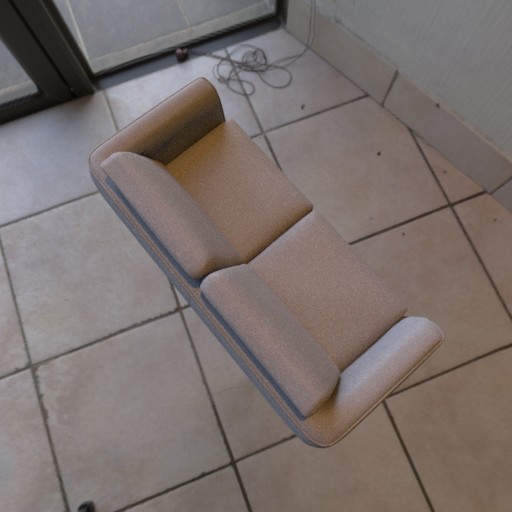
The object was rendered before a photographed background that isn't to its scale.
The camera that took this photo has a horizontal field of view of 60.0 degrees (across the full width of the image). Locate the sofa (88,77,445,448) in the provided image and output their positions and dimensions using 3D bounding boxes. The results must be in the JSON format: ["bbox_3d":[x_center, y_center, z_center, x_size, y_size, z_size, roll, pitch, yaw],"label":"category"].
[{"bbox_3d":[0.000,0.000,2.557,0.920,0.870,2.000,-39,79,-9],"label":"sofa"}]
